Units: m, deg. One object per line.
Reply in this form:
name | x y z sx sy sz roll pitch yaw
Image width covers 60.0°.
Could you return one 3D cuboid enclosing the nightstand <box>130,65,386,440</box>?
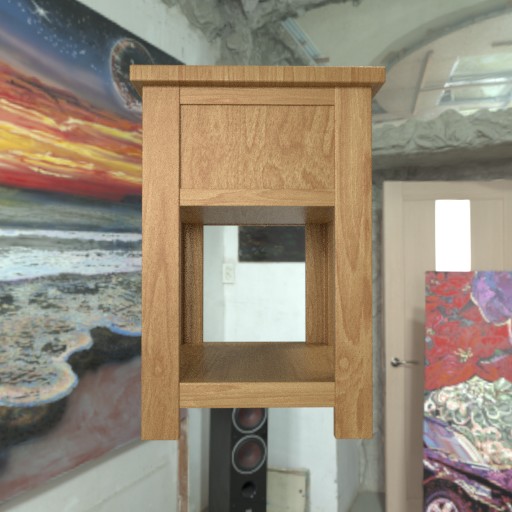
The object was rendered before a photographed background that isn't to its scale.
nightstand | 0.000 0.000 0.930 0.418 0.614 0.428 0 -1 -1
